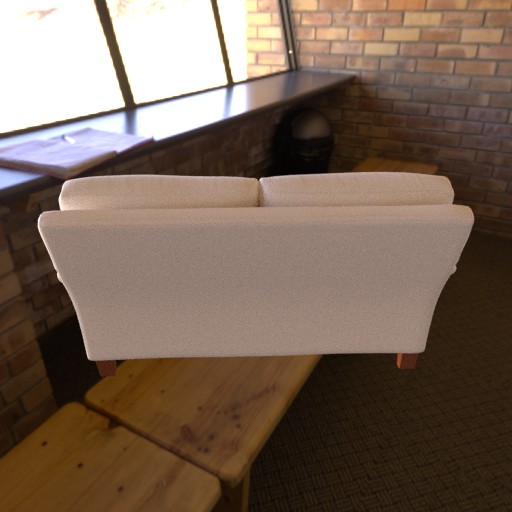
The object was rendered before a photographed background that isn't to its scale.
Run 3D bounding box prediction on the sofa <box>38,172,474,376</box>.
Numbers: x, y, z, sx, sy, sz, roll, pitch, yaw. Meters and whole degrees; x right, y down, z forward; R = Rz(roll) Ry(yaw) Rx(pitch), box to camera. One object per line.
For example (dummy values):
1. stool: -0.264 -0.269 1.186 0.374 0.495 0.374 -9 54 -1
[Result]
1. sofa: 0.000 0.000 2.458 1.853 1.101 1.084 -1 29 -2
